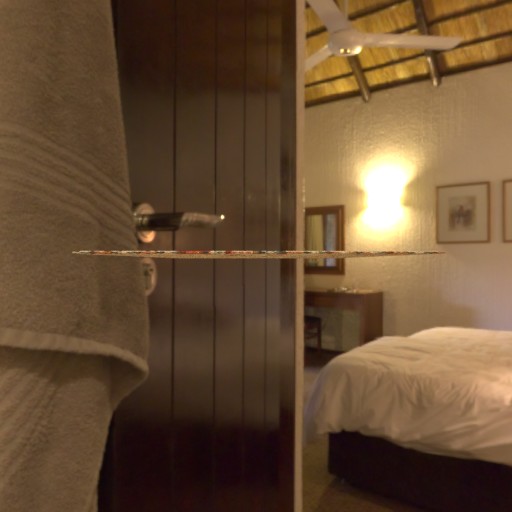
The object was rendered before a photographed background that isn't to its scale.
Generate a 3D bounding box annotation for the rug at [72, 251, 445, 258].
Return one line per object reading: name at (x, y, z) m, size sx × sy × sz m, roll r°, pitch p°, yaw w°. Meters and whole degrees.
rug at (0.000, 0.000, 2.409) m, size 1.218 × 0.010 × 1.997 m, roll 0°, pitch -1°, yaw -1°
